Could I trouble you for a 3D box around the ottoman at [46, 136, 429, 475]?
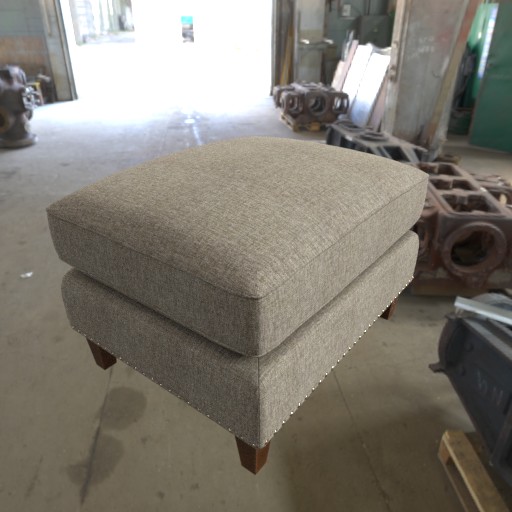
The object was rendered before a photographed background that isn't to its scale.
[{"bbox_3d":[0.000,0.000,1.109,0.584,0.513,0.741,20,34,33],"label":"ottoman"}]
